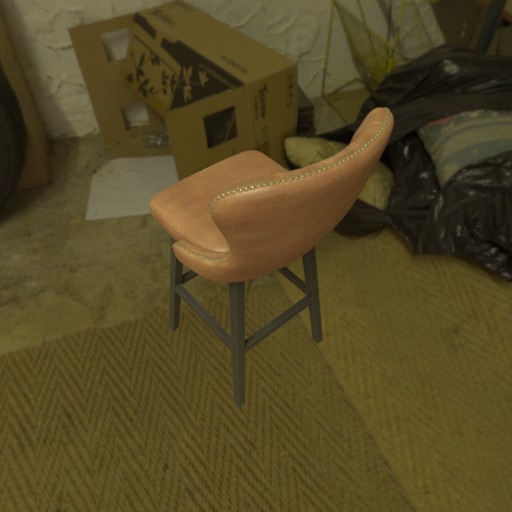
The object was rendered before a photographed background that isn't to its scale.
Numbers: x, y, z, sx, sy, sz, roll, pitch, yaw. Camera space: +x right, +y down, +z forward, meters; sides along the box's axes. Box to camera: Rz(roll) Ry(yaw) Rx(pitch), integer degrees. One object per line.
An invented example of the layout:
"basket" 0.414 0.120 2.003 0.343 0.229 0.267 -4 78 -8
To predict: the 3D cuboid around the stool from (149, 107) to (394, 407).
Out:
"stool" 0.000 0.000 1.410 0.528 1.050 0.601 -32 55 -26
